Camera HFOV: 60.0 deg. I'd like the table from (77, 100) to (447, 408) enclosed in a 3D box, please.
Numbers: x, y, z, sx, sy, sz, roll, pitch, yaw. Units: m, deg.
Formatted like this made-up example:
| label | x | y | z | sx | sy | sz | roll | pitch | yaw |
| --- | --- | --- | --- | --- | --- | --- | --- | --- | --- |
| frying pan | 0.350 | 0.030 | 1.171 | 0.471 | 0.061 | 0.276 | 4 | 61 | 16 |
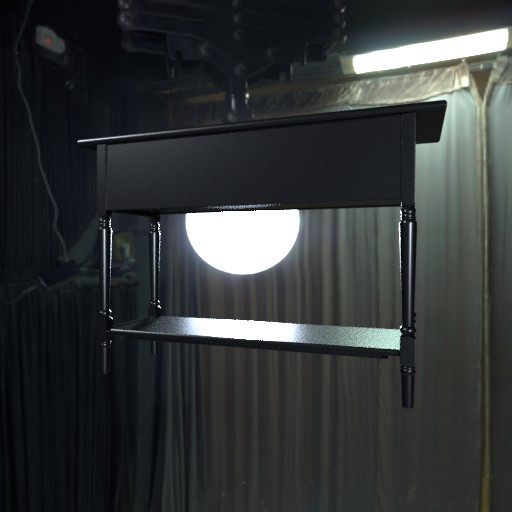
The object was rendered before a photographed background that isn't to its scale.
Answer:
| label | x | y | z | sx | sy | sz | roll | pitch | yaw |
| --- | --- | --- | --- | --- | --- | --- | --- | --- | --- |
| table | 0.000 | 0.000 | 1.531 | 1.191 | 0.819 | 0.386 | 0 | 0 | 20 |
